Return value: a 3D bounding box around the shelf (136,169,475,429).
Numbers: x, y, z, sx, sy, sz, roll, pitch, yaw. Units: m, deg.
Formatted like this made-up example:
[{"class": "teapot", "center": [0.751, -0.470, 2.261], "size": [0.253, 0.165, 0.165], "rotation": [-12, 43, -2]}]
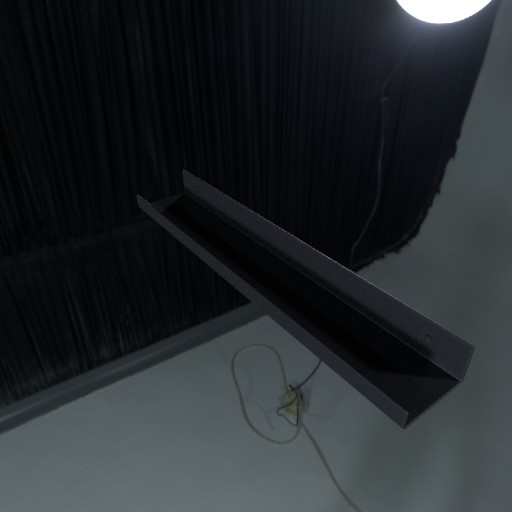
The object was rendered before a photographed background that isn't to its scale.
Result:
[{"class": "shelf", "center": [0.000, 0.000, 0.640], "size": [0.102, 0.053, 0.605], "rotation": [-22, 38, -30]}]
